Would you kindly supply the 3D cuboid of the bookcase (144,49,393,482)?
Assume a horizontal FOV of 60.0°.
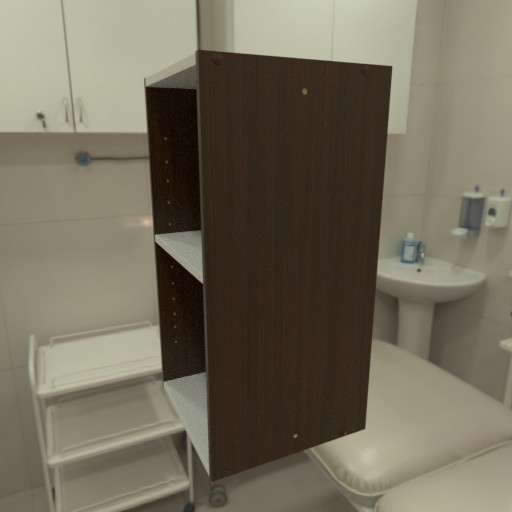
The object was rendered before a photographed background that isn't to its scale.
[{"bbox_3d":[0.000,0.000,0.779,0.290,0.600,0.300,-7,17,-25],"label":"bookcase"}]
